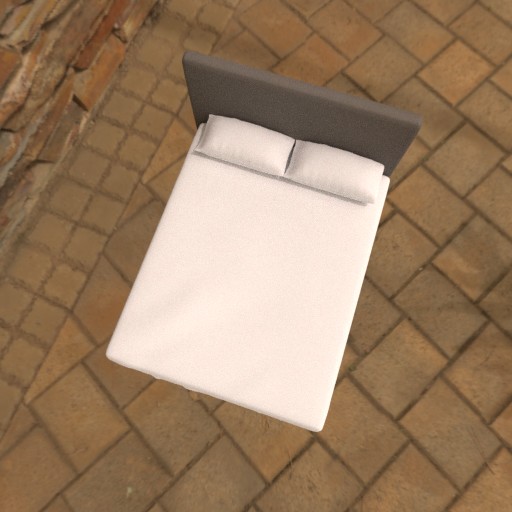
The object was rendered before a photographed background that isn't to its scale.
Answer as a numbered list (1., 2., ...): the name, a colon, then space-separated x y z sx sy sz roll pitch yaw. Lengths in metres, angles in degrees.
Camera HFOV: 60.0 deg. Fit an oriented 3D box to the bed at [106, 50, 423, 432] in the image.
1. bed: 0.000 0.000 3.257 1.723 1.330 2.142 18 75 5
